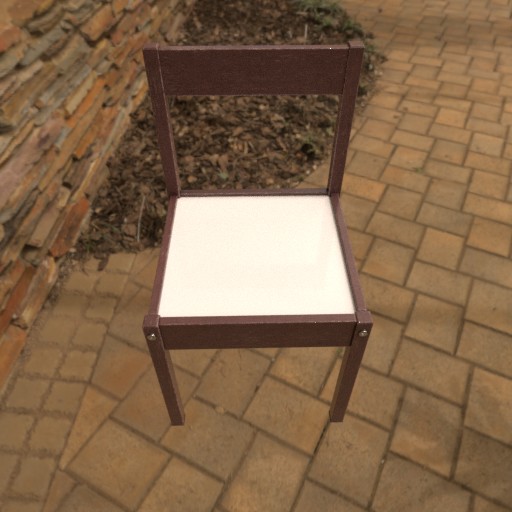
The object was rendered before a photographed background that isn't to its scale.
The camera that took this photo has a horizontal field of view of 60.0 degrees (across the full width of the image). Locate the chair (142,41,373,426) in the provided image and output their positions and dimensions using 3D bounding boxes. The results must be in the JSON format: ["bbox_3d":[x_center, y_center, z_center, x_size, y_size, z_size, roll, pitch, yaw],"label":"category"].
[{"bbox_3d":[0.000,0.000,0.654,0.285,0.505,0.285,-1,45,-1],"label":"chair"}]
